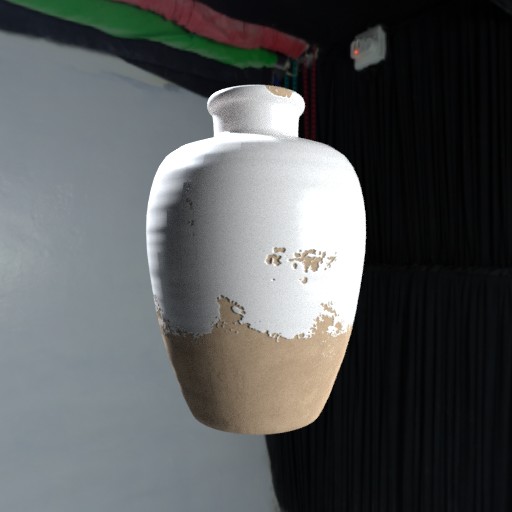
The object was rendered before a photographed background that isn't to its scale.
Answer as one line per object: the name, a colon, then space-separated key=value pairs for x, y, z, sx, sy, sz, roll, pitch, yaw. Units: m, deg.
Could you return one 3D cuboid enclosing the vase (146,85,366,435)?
vase: x=0.000 y=0.000 z=0.329 sx=0.158 sy=0.228 sz=0.158 roll=0 pitch=2 yaw=0
